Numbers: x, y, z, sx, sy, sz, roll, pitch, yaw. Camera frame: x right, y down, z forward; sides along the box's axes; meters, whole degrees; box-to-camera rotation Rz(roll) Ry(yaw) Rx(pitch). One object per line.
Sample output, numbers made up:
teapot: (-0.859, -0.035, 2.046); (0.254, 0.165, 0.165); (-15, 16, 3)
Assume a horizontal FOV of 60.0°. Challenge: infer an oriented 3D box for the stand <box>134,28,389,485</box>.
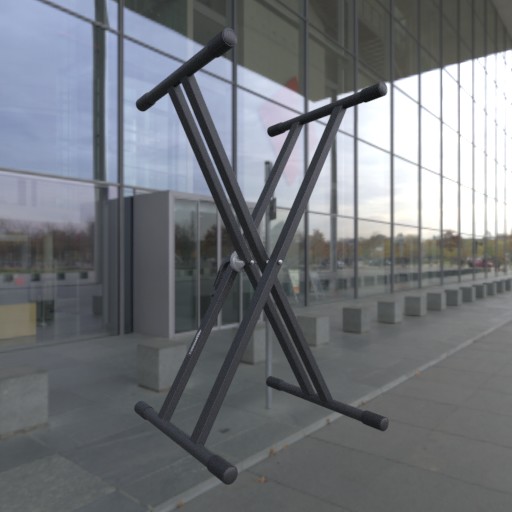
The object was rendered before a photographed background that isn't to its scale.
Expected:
stand: (0.000, 0.000, 1.205); (0.503, 0.900, 0.495); (0, 0, -35)
